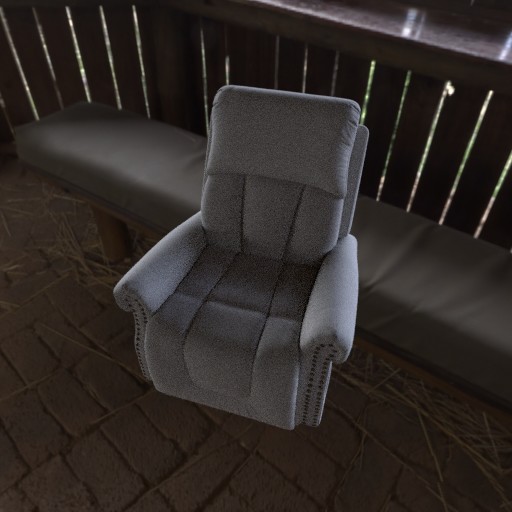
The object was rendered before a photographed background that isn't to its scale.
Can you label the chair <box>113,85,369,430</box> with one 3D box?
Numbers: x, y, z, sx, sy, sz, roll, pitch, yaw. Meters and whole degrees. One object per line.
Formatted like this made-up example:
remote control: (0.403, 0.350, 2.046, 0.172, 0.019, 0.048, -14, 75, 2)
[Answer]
chair: (0.000, 0.000, 1.800, 0.871, 1.031, 0.979, 12, 43, 13)
